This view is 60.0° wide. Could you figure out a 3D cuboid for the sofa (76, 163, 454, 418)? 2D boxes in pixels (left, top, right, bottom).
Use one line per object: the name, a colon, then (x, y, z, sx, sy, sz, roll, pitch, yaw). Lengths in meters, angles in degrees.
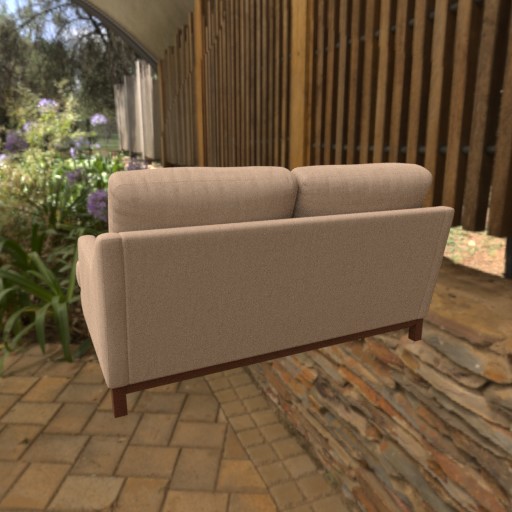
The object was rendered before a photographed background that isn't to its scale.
sofa: (0.000, 0.000, 2.211, 1.619, 0.910, 1.004, -7, 15, -26)
